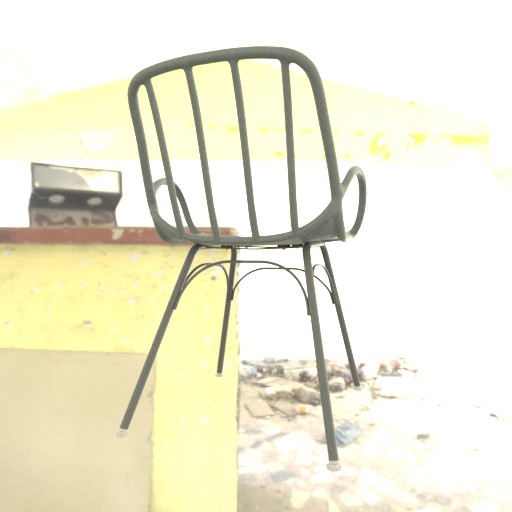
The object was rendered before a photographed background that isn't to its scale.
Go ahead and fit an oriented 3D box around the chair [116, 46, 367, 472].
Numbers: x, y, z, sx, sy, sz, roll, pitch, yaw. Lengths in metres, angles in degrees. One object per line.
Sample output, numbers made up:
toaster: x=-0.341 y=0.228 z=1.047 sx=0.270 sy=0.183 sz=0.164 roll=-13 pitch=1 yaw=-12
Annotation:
chair: x=0.000 y=0.000 z=1.155 sx=0.549 sy=0.816 sz=0.597 roll=0 pitch=0 yaw=19
